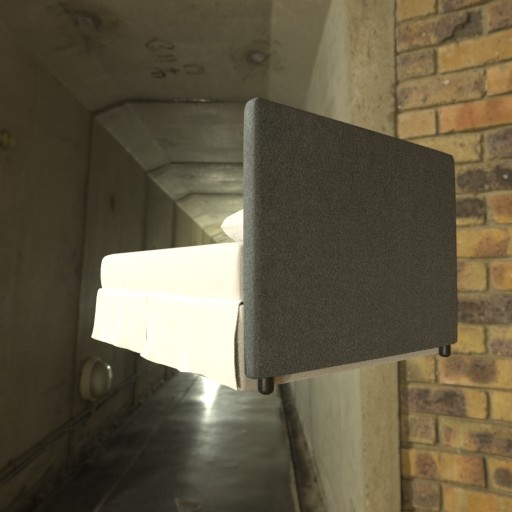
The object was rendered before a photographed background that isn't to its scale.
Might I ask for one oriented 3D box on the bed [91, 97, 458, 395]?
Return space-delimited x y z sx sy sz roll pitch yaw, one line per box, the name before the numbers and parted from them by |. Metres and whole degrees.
bed | 0.000 0.000 3.224 1.723 1.330 2.142 2 -3 -37
